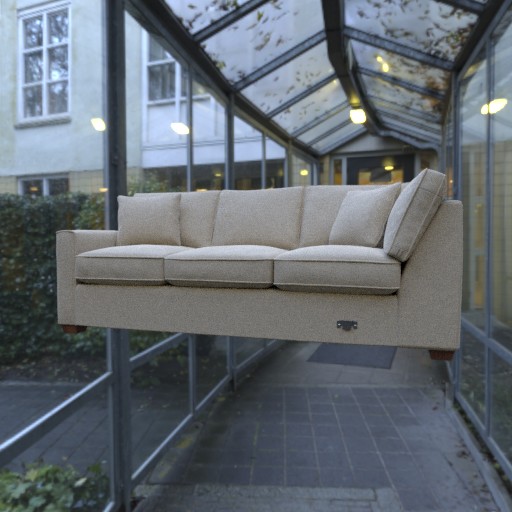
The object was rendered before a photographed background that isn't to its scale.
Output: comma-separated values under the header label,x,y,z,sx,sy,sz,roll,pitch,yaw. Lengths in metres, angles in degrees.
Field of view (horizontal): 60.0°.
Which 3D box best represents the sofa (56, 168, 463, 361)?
label,x,y,z,sx,sy,sz,roll,pitch,yaw
sofa,0.000,0.000,2.850,2.317,0.962,1.061,1,2,17
